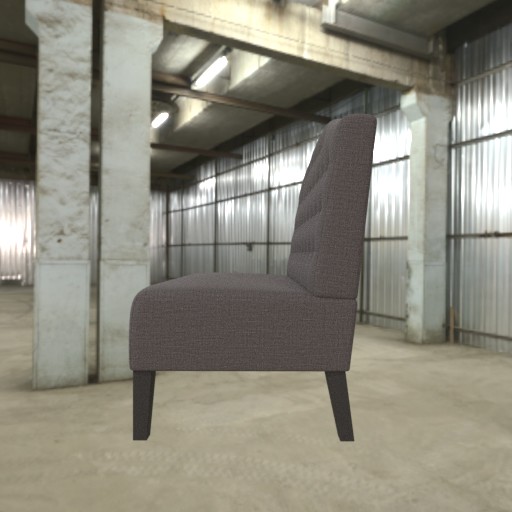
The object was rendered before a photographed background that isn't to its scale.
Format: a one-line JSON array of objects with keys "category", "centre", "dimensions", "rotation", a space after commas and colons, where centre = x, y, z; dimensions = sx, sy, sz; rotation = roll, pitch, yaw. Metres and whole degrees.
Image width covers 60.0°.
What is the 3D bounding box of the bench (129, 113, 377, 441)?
[{"category": "bench", "centre": [0.000, 0.000, 2.059], "dimensions": [0.815, 1.180, 1.335], "rotation": [0, 0, 1]}]
